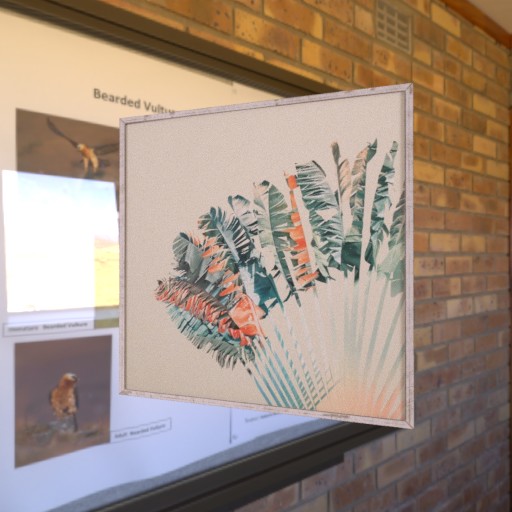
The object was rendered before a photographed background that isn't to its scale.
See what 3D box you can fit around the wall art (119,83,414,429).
[{"bbox_3d":[0.000,0.000,0.455,0.305,0.303,0.038,0,0,19],"label":"wall art"}]
